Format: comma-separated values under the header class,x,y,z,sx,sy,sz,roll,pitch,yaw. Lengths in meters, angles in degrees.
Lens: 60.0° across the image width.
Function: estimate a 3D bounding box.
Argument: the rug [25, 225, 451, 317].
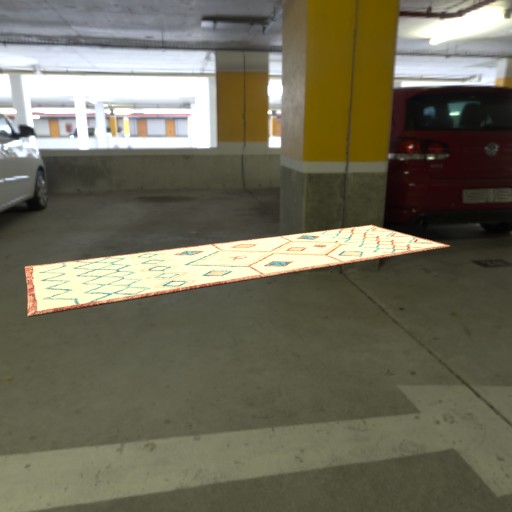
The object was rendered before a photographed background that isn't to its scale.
class,x,y,z,sx,sy,sz,roll,pitch,yaw
rug,0.000,0.000,2.623,2.435,0.011,0.750,-8,17,-26
